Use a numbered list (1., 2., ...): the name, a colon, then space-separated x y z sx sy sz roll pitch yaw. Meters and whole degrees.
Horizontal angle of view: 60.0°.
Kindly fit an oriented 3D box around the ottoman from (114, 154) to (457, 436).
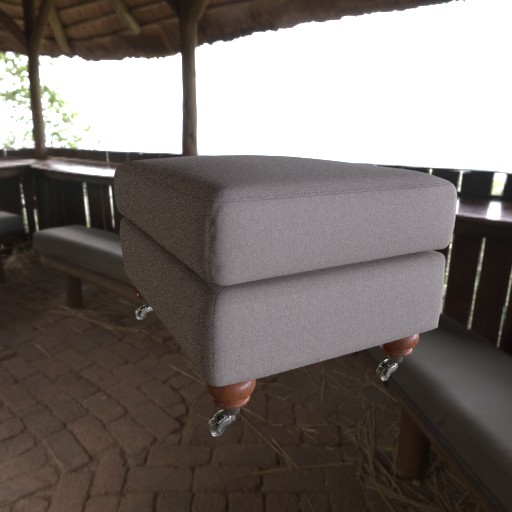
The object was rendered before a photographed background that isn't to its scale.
1. ottoman: 0.000 0.000 1.145 0.574 0.497 0.773 -8 18 -26
